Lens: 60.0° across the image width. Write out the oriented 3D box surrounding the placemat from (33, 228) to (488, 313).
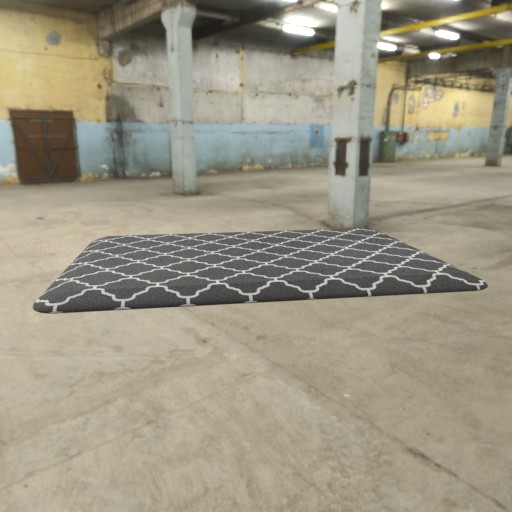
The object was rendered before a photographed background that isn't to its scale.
[{"bbox_3d":[0.000,0.000,0.946,0.762,0.021,0.508,-2,15,-8],"label":"placemat"}]
